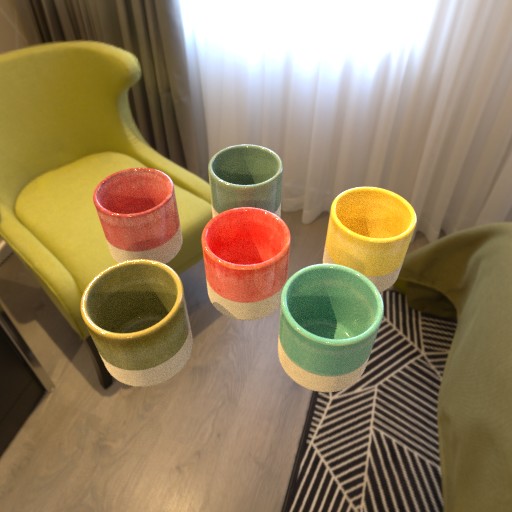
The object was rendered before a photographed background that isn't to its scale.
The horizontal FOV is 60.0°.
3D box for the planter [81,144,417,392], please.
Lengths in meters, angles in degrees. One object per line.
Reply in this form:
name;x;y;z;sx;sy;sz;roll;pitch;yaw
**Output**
planter;0.000;0.000;0.408;0.286;0.075;0.257;-9;47;-9
